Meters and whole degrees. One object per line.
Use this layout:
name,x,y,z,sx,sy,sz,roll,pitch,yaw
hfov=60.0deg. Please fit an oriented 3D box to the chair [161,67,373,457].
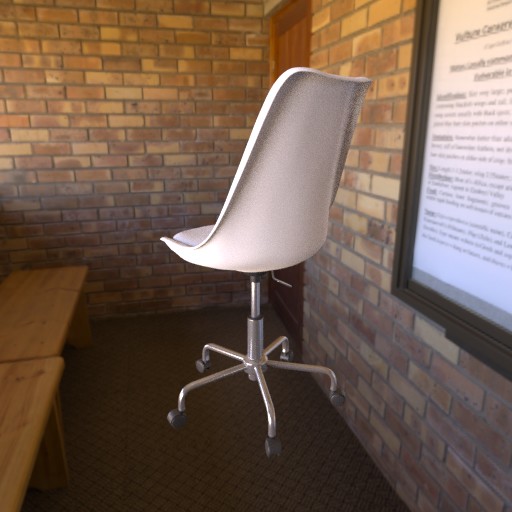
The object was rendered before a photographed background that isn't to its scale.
chair,0.000,0.000,1.261,0.550,0.930,0.550,14,21,42
